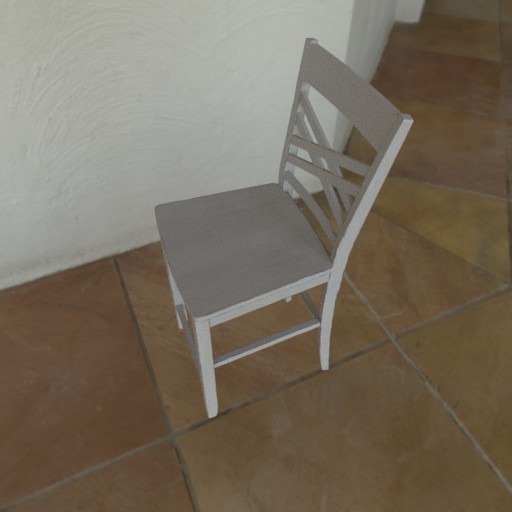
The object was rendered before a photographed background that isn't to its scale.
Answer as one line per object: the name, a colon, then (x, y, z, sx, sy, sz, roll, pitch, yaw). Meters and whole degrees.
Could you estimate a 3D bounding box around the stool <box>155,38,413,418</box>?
stool: (0.000, 0.000, 1.378, 0.539, 1.079, 0.462, -16, 49, -14)
